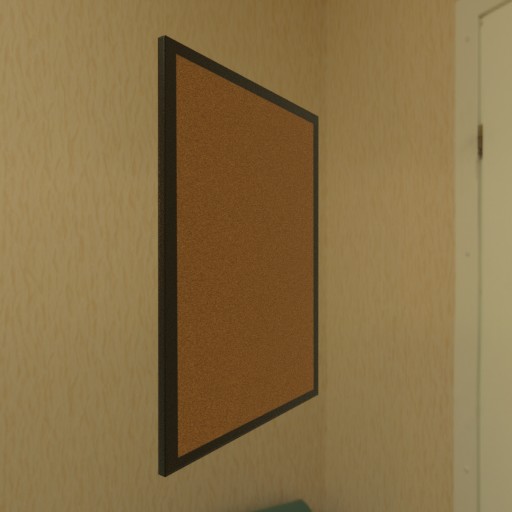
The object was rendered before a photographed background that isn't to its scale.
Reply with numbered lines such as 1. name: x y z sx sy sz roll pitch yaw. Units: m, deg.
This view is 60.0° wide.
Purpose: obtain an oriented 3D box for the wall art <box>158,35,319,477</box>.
1. wall art: 0.000 0.000 0.857 0.016 0.657 0.480 0 0 36
